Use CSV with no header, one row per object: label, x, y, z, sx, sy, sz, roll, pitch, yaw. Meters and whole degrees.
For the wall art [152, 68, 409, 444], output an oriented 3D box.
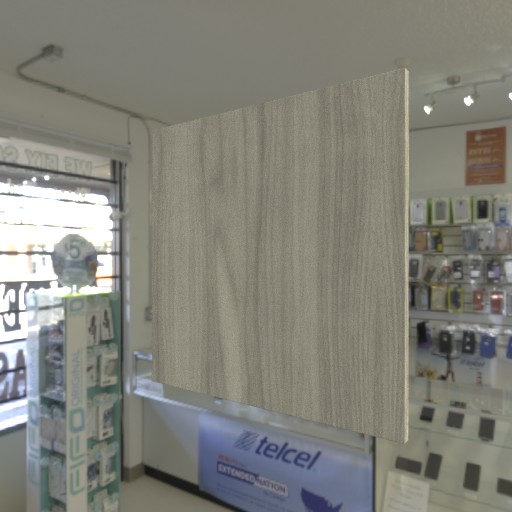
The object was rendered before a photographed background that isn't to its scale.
wall art,0.000,0.000,0.753,0.508,0.507,0.016,0,0,36
